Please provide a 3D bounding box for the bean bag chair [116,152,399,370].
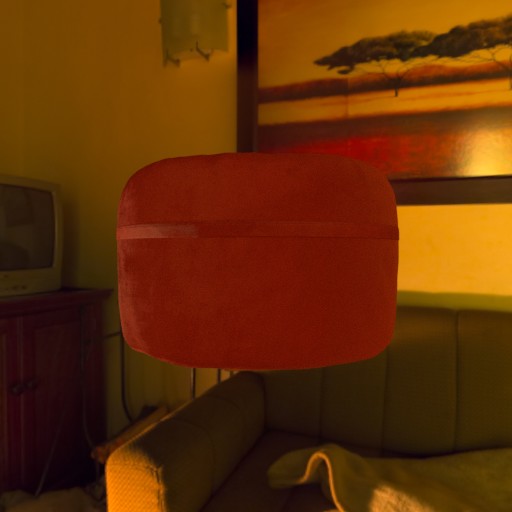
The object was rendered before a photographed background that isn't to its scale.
[{"bbox_3d":[0.000,0.000,1.977,1.219,0.762,1.219,0,1,0],"label":"bean bag chair"}]
